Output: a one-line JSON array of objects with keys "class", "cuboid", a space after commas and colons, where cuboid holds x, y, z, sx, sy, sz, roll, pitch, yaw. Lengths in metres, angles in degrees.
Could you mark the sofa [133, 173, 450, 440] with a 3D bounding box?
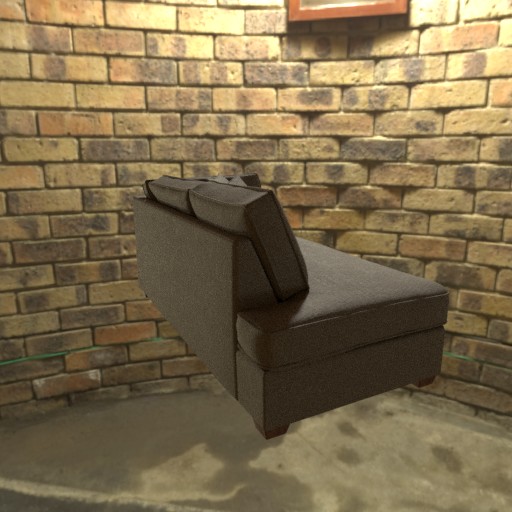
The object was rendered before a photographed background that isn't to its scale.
[{"class": "sofa", "cuboid": [0.000, 0.000, 2.902, 1.110, 1.033, 2.237, -7, 16, -27]}]
